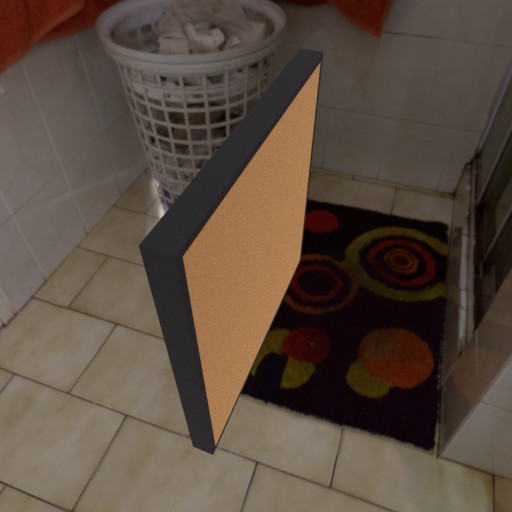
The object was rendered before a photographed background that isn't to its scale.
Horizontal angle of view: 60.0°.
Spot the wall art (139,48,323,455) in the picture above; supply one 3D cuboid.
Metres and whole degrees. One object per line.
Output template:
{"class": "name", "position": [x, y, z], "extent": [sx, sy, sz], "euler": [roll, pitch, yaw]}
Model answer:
{"class": "wall art", "position": [0.000, 0.000, 0.768], "extent": [0.040, 0.509, 0.509], "euler": [16, 48, 15]}
